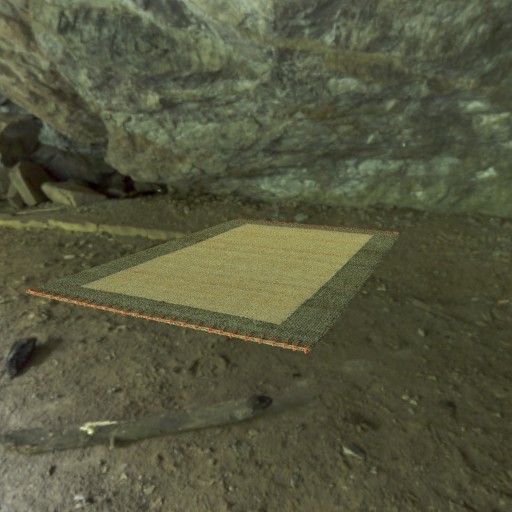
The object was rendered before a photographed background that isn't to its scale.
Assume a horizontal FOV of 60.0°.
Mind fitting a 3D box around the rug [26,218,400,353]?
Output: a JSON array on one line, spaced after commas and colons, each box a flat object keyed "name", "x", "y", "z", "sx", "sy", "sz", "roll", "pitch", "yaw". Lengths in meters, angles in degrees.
[{"name": "rug", "x": 0.000, "y": 0.000, "z": 2.327, "sx": 1.220, "sy": 0.019, "sz": 1.838, "roll": 7, "pitch": 17, "yaw": 24}]
